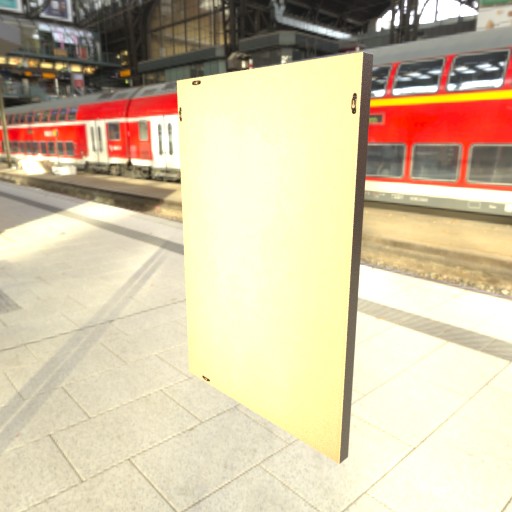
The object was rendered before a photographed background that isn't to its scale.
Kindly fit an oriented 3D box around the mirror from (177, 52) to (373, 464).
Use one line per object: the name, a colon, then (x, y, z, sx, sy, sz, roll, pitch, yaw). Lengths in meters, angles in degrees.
mirror: (0.000, 0.000, 1.170, 0.041, 0.915, 0.609, -14, 20, -42)
